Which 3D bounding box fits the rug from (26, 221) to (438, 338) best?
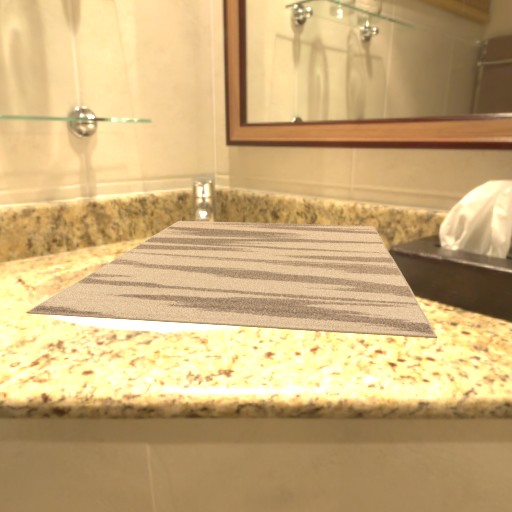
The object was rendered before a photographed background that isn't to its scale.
[{"bbox_3d":[0.000,0.000,3.879,2.353,0.014,2.945,2,15,8],"label":"rug"}]
